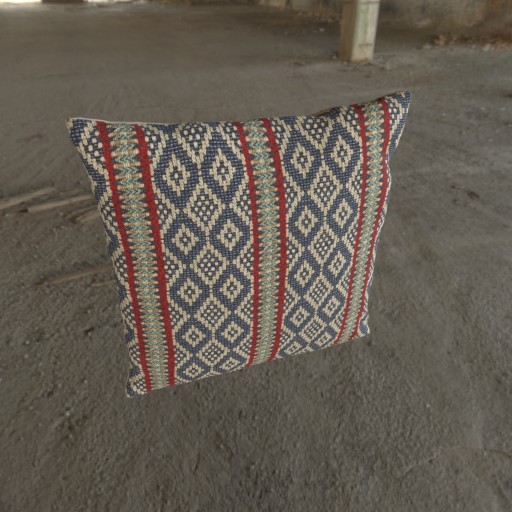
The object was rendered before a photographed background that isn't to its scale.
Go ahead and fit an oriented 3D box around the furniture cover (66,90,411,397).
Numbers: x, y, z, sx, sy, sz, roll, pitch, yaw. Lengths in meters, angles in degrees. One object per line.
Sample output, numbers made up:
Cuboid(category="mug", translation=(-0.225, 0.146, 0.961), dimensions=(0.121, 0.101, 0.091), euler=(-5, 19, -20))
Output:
Cuboid(category="furniture cover", translation=(0.000, 0.000, 0.639), dimensions=(0.431, 0.431, 0.139), euler=(-11, 34, -16))
